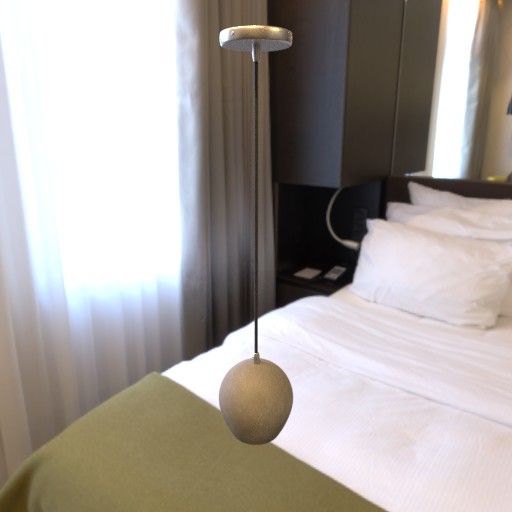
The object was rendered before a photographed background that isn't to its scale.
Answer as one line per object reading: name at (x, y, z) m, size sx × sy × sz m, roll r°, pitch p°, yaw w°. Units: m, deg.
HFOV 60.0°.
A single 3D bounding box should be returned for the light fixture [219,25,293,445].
light fixture at (0.000, 0.000, 0.832) m, size 0.153 × 0.760 × 0.153 m, roll 3°, pitch 16°, yaw 9°
